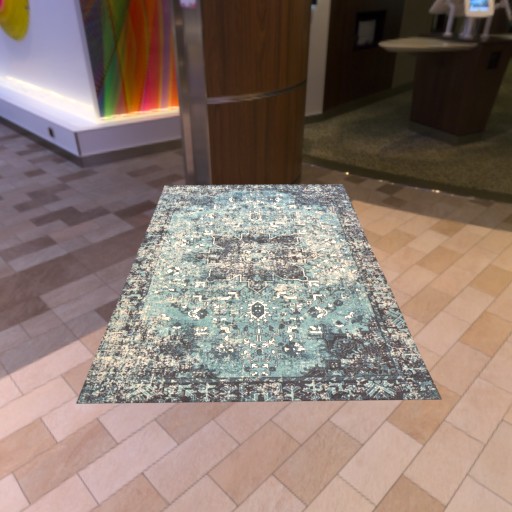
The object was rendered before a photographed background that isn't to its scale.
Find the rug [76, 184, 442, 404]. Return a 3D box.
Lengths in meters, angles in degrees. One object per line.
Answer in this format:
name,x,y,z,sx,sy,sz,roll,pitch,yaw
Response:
rug,0.000,0.000,2.251,1.219,0.005,1.828,0,32,-1
